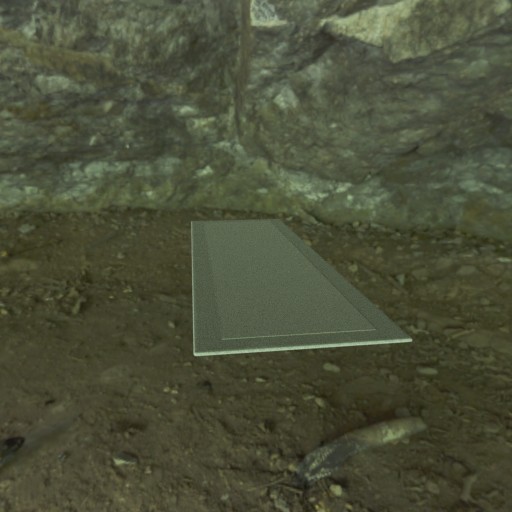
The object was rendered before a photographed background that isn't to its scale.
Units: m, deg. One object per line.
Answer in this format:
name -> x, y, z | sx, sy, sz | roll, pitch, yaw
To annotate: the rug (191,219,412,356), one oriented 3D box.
rug -> 0.000, 0.000, 2.654 | 0.759, 0.012, 2.430 | -2, 15, -8
